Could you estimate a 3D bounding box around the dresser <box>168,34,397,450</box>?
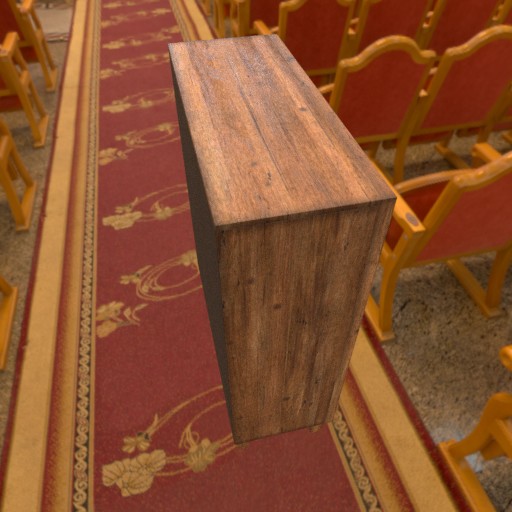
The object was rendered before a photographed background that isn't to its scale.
[{"bbox_3d":[0.000,0.000,1.848,0.438,1.359,1.067,-10,47,-9],"label":"dresser"}]
